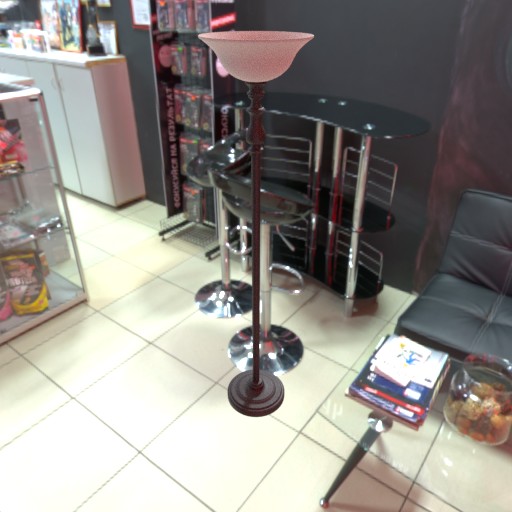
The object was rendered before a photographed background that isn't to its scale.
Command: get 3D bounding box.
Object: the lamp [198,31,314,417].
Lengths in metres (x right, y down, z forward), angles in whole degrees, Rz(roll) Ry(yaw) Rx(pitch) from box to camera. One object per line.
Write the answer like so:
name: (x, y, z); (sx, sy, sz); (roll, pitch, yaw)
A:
lamp: (0.000, 0.000, 2.008); (0.405, 1.797, 0.405); (-10, 32, -17)
